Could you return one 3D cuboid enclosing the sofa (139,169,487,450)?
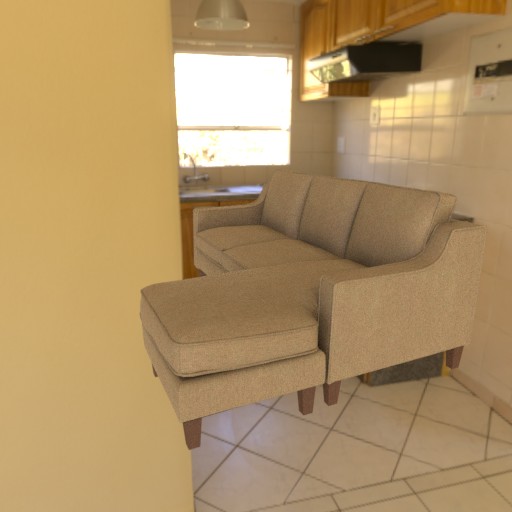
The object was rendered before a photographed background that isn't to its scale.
[{"bbox_3d":[0.000,0.000,3.188,1.858,1.081,2.317,-7,17,-24],"label":"sofa"}]
